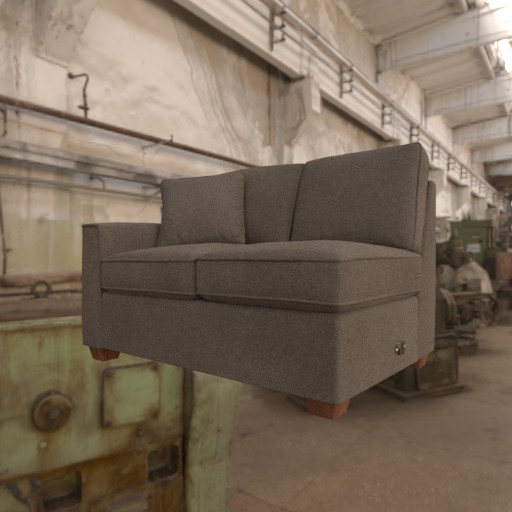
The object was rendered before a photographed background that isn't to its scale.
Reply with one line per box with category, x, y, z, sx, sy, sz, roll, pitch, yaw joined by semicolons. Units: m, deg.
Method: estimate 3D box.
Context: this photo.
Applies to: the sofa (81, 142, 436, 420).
sofa;0.000;0.000;2.061;1.388;0.989;0.991;0;1;38
